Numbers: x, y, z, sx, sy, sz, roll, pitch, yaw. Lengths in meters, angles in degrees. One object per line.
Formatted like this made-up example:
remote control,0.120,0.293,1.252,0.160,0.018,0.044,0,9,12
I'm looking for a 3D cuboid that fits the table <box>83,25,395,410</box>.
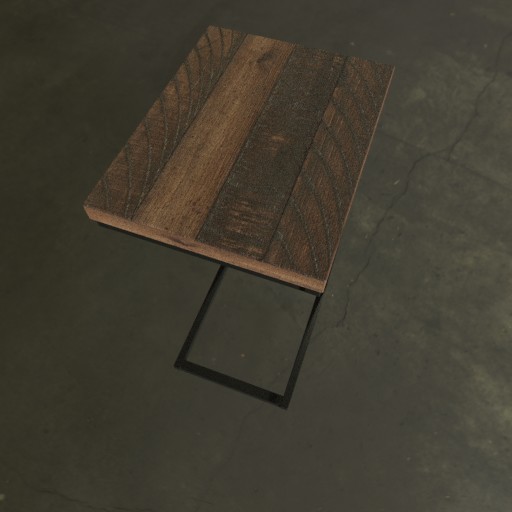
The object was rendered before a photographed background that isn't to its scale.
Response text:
table,0.000,0.000,0.943,0.323,0.718,0.414,18,61,10
